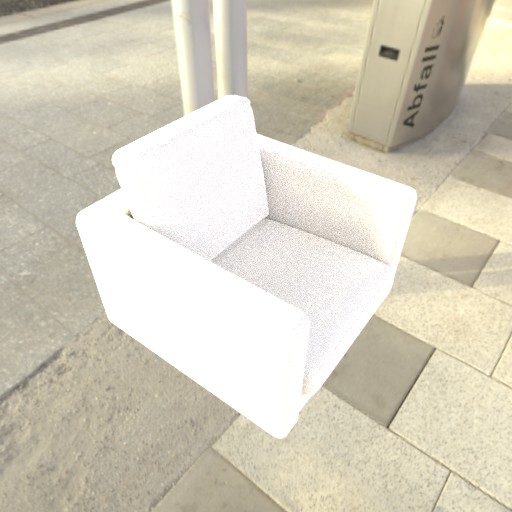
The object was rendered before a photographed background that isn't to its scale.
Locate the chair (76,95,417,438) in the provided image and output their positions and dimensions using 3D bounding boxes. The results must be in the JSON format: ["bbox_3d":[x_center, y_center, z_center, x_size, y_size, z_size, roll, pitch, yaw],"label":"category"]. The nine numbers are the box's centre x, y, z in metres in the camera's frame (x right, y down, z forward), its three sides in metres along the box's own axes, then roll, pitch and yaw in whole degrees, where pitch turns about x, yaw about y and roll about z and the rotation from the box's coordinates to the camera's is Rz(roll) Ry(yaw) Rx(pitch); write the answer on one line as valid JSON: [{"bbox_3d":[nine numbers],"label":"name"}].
[{"bbox_3d":[0.000,0.000,1.626,0.879,0.899,0.831,26,48,26],"label":"chair"}]
